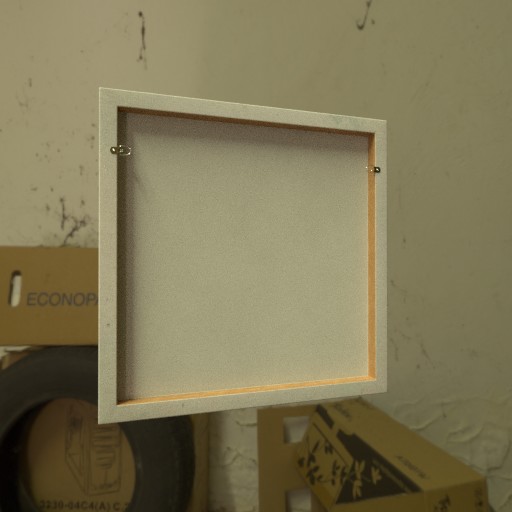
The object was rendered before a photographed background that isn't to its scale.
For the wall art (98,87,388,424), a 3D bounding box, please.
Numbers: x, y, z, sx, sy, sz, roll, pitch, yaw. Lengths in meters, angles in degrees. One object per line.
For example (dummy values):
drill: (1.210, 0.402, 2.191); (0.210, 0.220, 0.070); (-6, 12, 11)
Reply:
wall art: (0.000, 0.000, 0.916); (0.612, 0.612, 0.040); (0, 0, -18)
